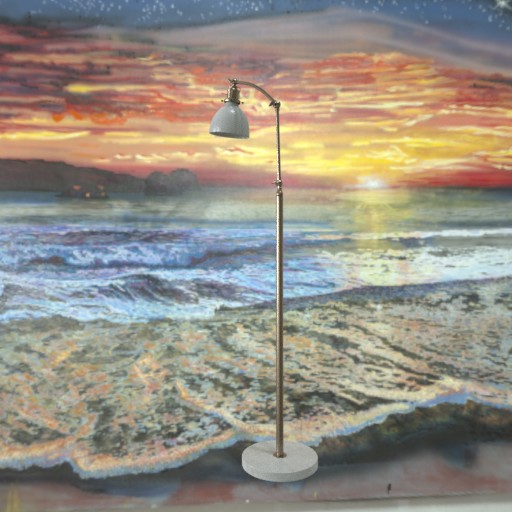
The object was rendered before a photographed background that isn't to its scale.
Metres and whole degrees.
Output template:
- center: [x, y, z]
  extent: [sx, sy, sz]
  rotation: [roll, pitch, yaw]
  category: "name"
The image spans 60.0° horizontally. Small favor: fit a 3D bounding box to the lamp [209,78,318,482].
- center: [0.000, 0.000, 1.829]
  extent: [0.288, 1.586, 0.599]
  rotation: [1, -1, -36]
  category: "lamp"
